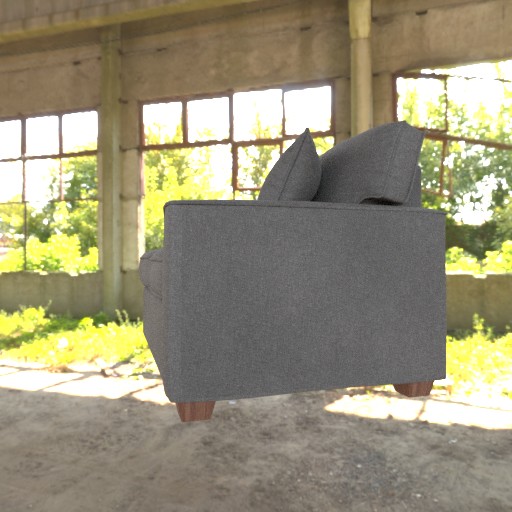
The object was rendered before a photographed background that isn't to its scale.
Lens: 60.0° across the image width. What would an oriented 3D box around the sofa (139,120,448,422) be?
[{"bbox_3d":[0.000,0.000,2.048,0.991,0.989,1.388,0,-1,-18],"label":"sofa"}]
